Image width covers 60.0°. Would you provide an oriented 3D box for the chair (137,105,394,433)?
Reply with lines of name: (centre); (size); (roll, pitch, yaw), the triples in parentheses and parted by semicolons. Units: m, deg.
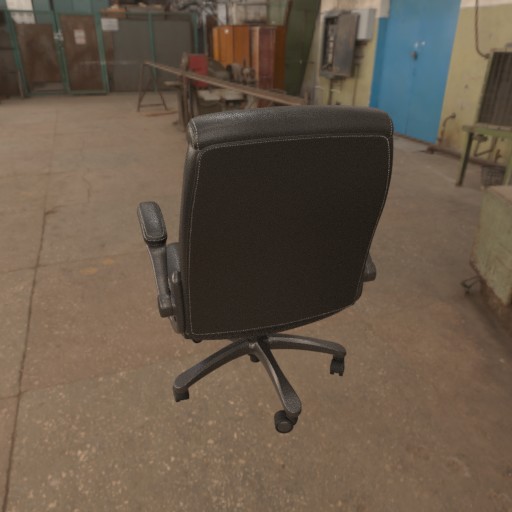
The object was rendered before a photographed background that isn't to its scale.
chair: (0.000, 0.000, 1.604); (0.782, 1.110, 0.724); (-8, 27, -16)
